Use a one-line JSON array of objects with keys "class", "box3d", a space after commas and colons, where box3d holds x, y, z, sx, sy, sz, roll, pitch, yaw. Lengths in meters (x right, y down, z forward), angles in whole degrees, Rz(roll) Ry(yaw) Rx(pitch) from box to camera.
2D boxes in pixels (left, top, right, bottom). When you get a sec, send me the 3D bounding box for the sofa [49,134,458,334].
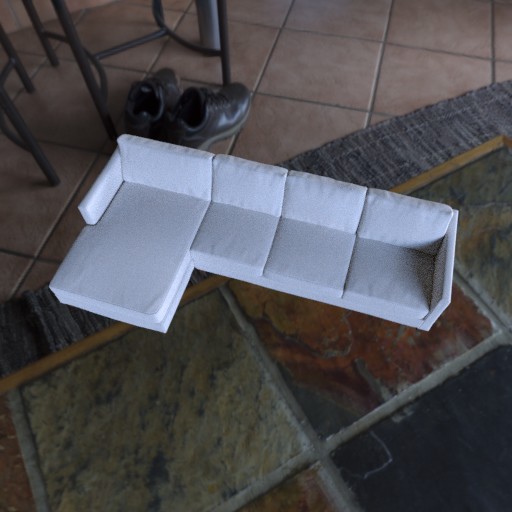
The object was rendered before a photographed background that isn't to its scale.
[{"class": "sofa", "box3d": [0.000, 0.000, 3.864, 3.186, 0.861, 1.625, 15, 59, 9]}]
